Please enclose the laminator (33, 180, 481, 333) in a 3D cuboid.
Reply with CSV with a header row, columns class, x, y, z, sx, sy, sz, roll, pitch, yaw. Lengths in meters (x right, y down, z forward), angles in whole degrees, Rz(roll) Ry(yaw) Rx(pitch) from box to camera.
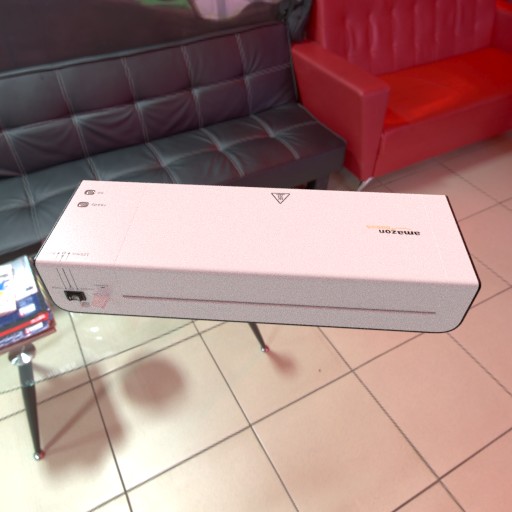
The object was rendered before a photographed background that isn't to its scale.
class,x,y,z,sx,sy,sz,roll,pitch,yaw
laminator,0.000,0.000,0.390,0.340,0.062,0.123,3,45,3
